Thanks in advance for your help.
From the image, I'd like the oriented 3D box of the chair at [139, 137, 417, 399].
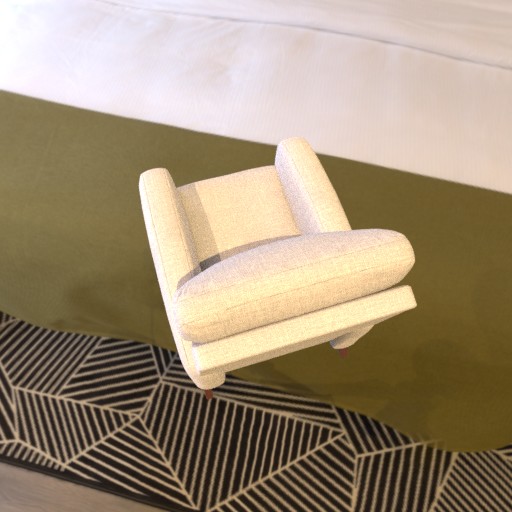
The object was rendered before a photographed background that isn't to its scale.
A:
[{"bbox_3d":[0.000,0.000,1.703,0.762,0.990,0.990,-15,61,-9],"label":"chair"}]
